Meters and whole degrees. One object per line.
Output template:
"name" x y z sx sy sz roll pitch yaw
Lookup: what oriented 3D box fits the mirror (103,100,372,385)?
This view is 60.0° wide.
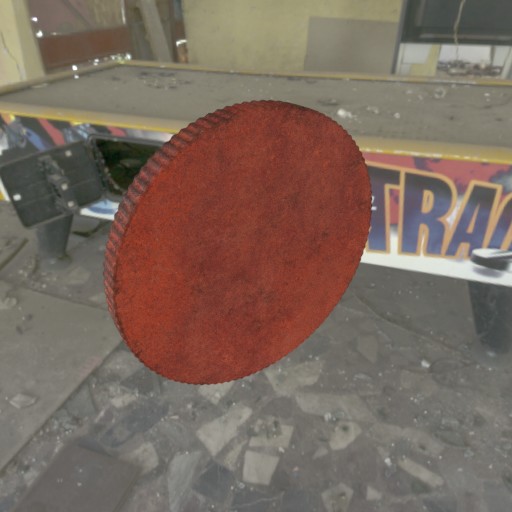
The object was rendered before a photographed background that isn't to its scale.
"mirror" 0.000 0.000 0.912 0.609 0.609 0.056 -19 36 -28
